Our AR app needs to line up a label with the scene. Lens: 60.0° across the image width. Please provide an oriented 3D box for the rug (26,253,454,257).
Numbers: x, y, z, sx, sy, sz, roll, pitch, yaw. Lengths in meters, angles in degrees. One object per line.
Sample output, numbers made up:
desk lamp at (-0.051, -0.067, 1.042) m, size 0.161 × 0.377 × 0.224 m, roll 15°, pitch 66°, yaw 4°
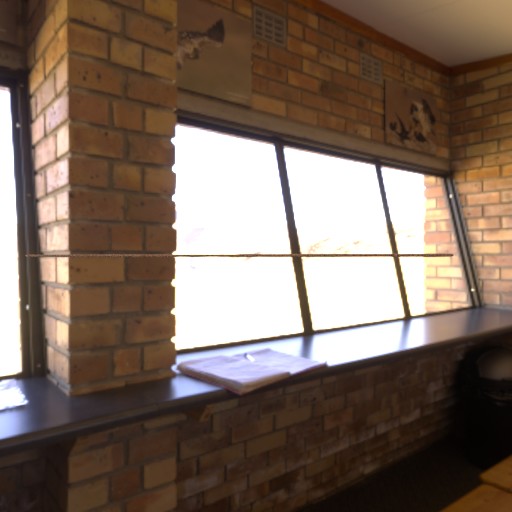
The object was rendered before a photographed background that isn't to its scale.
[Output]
rug at (0.000, 0.000, 2.750) m, size 2.141 × 0.013 × 1.566 m, roll 0°, pitch 0°, yaw 20°
